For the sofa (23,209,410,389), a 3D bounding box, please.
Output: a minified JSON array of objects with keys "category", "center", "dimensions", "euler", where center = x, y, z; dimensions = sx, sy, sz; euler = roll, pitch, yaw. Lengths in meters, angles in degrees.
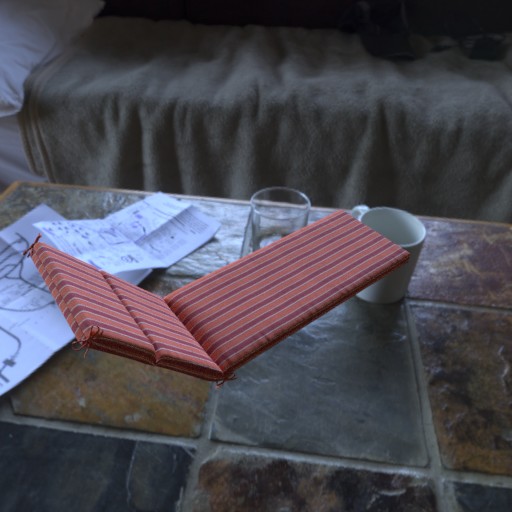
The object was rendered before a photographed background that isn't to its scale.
[{"category":"sofa","center":[0.000,0.000,1.941],"dimensions":[1.663,0.622,0.582],"euler":[-26,48,-27]}]
